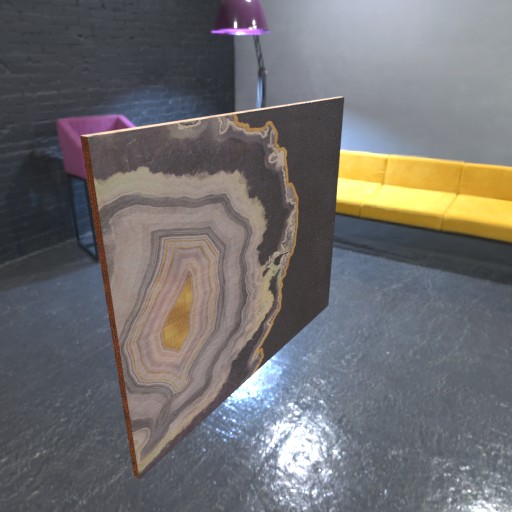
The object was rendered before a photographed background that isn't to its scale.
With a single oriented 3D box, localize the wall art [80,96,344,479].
[{"bbox_3d":[0.000,0.000,0.648,0.010,0.408,0.508,16,29,32],"label":"wall art"}]
